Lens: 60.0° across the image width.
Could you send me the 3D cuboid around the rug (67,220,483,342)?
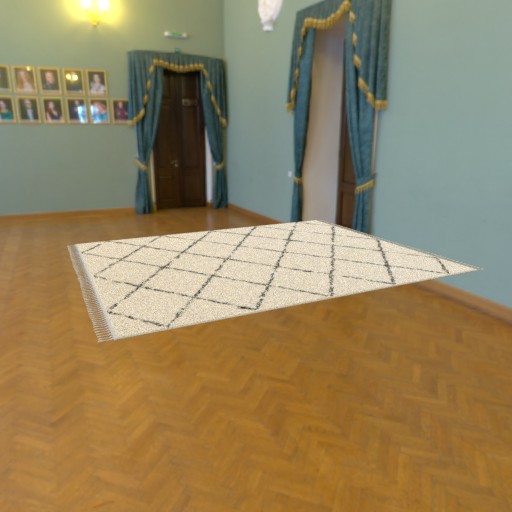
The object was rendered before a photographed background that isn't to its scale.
[{"bbox_3d":[0.000,0.000,4.050,3.051,0.013,2.380,-7,17,-25],"label":"rug"}]
